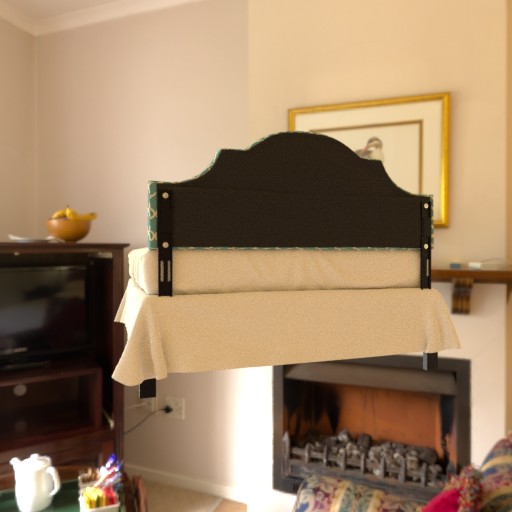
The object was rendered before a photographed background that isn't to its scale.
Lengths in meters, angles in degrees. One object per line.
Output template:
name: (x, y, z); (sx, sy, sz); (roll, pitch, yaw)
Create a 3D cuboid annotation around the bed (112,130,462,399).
bed: (0.000, 0.000, 3.739); (2.314, 1.601, 2.222); (0, 0, -18)
